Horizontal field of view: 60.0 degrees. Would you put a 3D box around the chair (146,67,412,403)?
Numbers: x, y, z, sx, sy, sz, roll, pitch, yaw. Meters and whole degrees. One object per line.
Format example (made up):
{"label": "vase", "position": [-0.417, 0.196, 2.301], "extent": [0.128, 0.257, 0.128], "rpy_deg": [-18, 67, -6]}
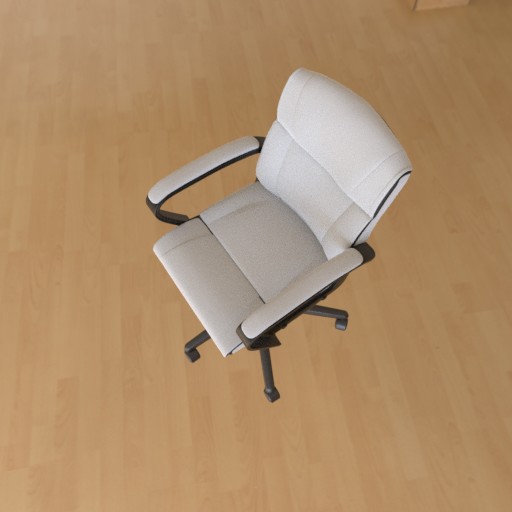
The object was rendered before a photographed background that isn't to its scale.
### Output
{"label": "chair", "position": [0.000, 0.000, 1.499], "extent": [0.717, 1.004, 0.739], "rpy_deg": [-31, 67, -15]}
